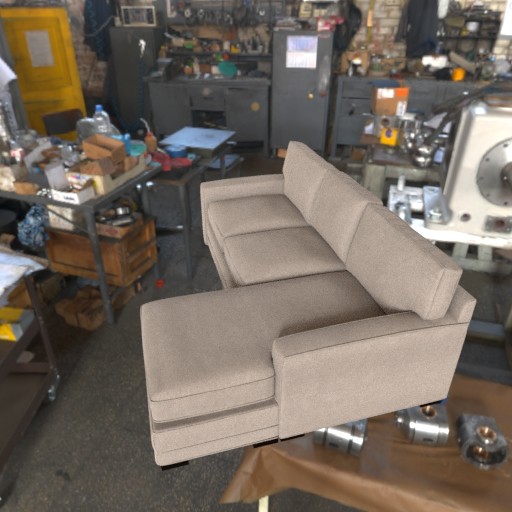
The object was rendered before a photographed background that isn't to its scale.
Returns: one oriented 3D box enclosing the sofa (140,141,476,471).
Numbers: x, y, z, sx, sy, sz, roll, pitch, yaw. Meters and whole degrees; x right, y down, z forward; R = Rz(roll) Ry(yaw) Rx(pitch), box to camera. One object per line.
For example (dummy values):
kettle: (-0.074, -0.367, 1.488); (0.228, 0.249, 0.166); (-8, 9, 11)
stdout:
sofa: (0.000, 0.000, 2.802); (1.496, 0.861, 2.087); (-8, 31, -13)
